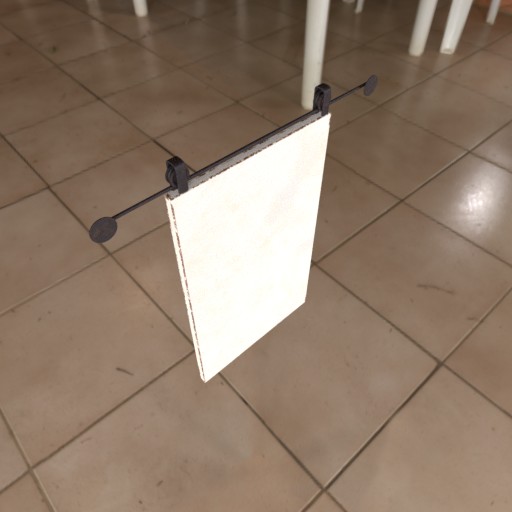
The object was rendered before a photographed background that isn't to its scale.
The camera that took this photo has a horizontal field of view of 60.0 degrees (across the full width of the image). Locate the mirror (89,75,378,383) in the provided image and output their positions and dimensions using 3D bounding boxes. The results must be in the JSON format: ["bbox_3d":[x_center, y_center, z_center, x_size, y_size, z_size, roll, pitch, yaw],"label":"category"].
[{"bbox_3d":[0.000,0.000,1.223,0.808,0.844,0.037,-35,57,-27],"label":"mirror"}]
